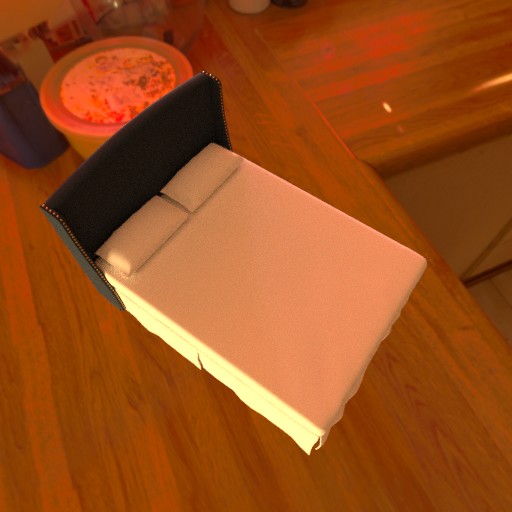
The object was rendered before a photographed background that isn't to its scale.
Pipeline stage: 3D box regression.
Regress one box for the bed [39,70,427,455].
[{"bbox_3d":[0.000,0.000,3.259,2.223,1.402,1.604,32,65,17],"label":"bed"}]
